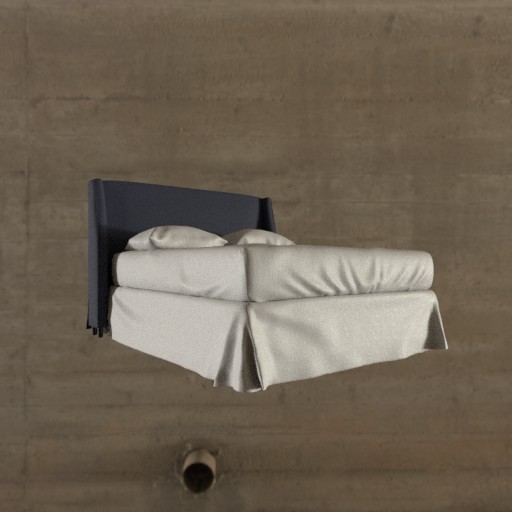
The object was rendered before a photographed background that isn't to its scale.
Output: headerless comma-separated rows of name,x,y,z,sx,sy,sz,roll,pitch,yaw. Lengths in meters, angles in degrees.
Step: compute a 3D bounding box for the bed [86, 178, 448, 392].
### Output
bed,0.000,0.000,3.436,1.925,1.332,2.276,1,-1,-37
